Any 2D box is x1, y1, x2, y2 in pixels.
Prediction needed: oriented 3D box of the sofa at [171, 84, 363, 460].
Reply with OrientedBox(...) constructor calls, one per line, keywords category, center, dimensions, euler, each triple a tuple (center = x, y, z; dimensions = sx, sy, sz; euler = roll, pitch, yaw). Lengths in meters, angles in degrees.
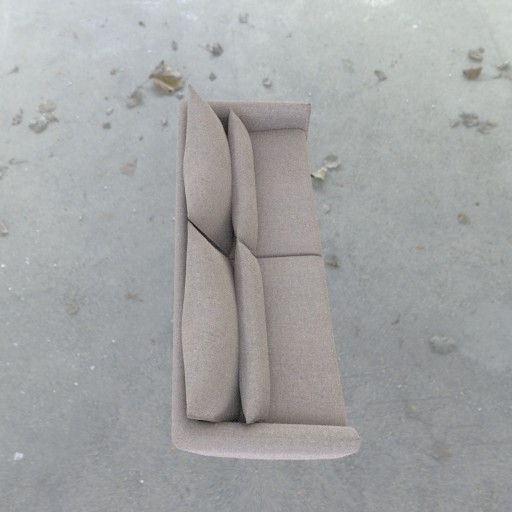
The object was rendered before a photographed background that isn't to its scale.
OrientedBox(category="sofa", center=(0.000, 0.000, 2.393), dimensions=(0.809, 0.833, 2.022), euler=(-3, 64, -2))
